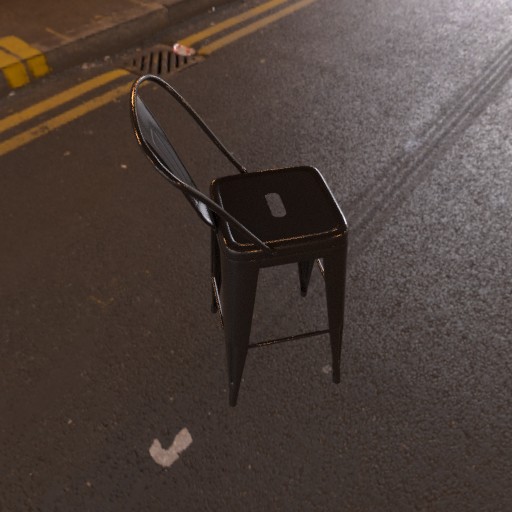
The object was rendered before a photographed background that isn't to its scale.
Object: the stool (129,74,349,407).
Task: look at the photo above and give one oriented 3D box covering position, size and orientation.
[{"bbox_3d":[0.000,0.000,1.312,0.528,1.022,0.432,-10,48,-9],"label":"stool"}]
